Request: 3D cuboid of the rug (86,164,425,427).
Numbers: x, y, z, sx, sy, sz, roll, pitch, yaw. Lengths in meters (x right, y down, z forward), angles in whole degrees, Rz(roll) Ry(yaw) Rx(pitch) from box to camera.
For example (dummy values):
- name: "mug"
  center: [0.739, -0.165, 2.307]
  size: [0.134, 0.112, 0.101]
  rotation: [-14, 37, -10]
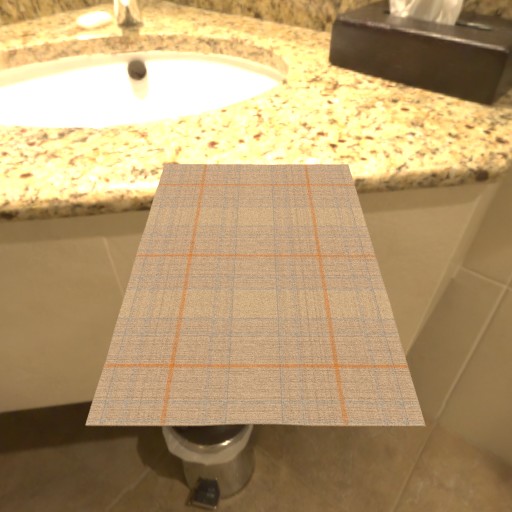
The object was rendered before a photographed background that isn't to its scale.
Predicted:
- name: "rug"
  center: [0.000, 0.000, 2.272]
  size: [1.232, 0.015, 1.825]
  rotation: [0, 42, 0]
